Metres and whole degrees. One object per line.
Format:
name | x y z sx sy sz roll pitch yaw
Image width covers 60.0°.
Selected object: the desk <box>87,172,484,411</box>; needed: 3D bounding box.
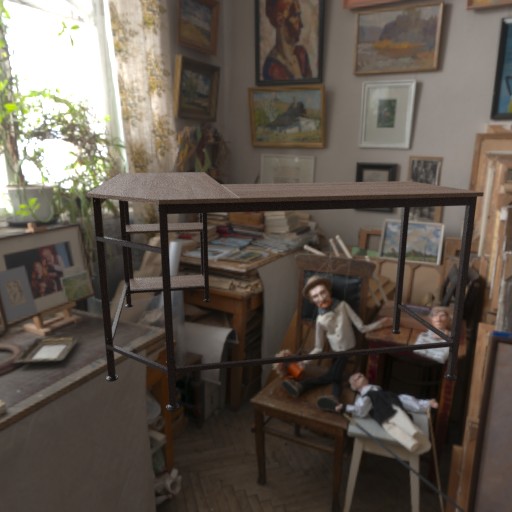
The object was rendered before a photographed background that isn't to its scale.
desk | 0.000 0.000 2.192 1.379 0.739 1.379 -3 14 -11
